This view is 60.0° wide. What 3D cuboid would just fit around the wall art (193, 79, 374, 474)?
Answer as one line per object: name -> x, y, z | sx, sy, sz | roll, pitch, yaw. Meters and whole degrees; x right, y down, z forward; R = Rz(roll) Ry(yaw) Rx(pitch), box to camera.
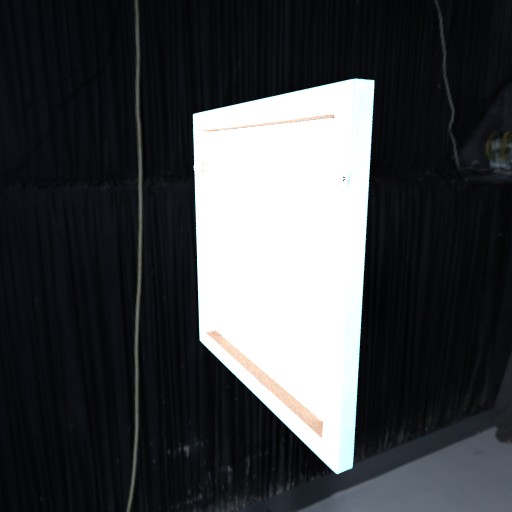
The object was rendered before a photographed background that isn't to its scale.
wall art -> 0.000, 0.000, 1.623 | 0.070, 1.073, 1.071 | -7, 15, -28
